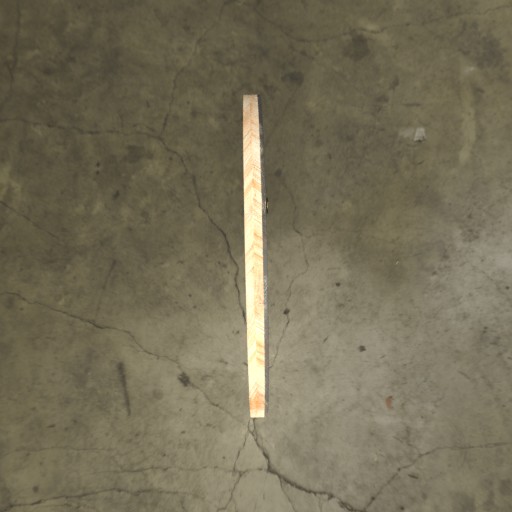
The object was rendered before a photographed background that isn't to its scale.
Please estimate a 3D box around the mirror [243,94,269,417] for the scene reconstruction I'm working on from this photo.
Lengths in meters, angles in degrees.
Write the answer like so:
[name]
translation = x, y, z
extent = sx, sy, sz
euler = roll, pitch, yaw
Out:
[mirror]
translation = 0.000, 0.000, 1.040
extent = 0.038, 0.710, 0.710
euler = -1, 75, 0
